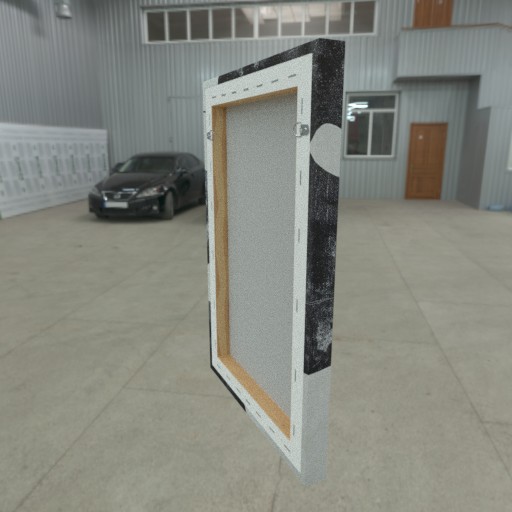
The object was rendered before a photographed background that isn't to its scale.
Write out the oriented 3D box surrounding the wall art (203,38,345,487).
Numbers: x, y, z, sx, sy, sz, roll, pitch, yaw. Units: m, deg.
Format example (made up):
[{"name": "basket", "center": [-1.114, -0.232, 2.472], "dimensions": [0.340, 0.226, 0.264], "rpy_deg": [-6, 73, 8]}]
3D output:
[{"name": "wall art", "center": [0.000, 0.000, 0.766], "dimensions": [0.039, 0.610, 0.407], "rpy_deg": [-7, 15, -25]}]
